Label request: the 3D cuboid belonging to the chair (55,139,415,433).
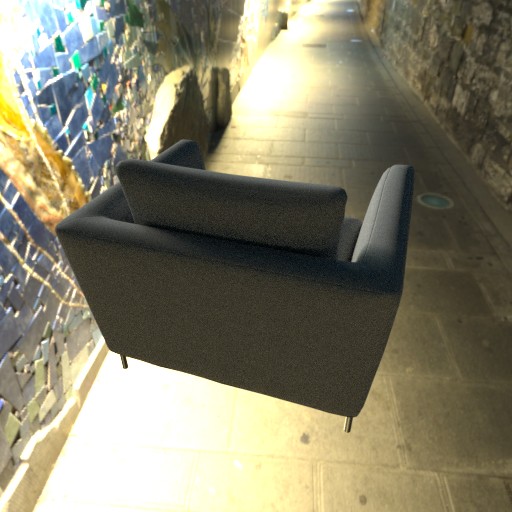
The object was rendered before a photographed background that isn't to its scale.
[{"bbox_3d":[0.000,0.000,1.679,1.041,0.864,0.889,11,34,16],"label":"chair"}]
